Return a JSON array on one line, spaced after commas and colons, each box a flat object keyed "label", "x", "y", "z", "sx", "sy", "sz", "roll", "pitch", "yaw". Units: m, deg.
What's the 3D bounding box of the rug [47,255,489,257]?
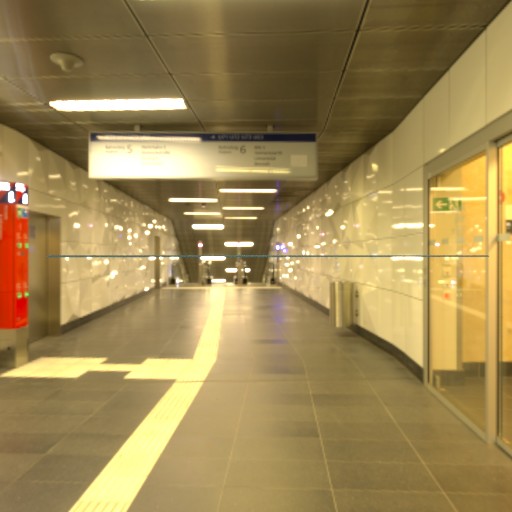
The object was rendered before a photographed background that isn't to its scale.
[{"label": "rug", "x": 0.000, "y": 0.000, "z": 3.002, "sx": 2.373, "sy": 0.009, "sz": 1.622, "roll": 0, "pitch": 0, "yaw": -16}]
